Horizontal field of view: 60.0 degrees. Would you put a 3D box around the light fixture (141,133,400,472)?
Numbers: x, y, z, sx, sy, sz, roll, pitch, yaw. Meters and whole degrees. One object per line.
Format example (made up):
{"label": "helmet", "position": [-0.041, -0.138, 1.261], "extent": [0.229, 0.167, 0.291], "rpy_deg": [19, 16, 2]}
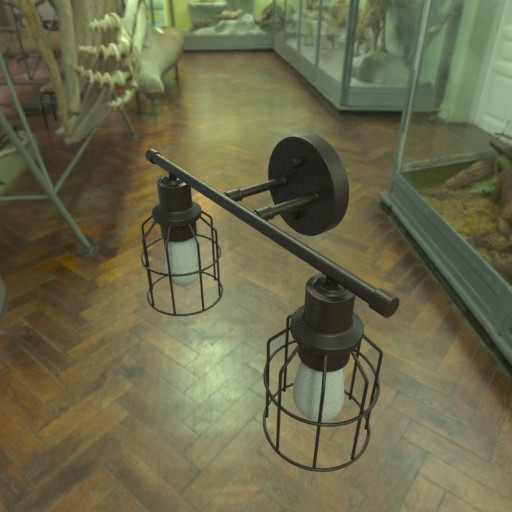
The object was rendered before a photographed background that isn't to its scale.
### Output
{"label": "light fixture", "position": [0.000, 0.000, 0.513], "extent": [0.165, 0.254, 0.406], "rpy_deg": [-22, 38, -30]}
